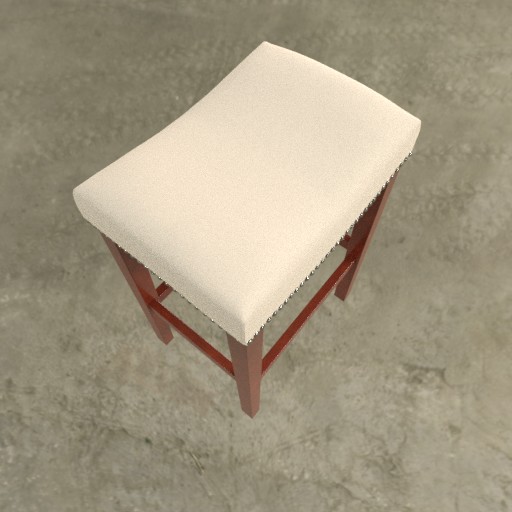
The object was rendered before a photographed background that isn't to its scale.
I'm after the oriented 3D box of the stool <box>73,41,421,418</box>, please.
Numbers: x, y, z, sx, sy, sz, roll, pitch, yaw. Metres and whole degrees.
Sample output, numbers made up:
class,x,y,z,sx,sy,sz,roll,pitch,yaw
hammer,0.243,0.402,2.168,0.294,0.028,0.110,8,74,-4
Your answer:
class,x,y,z,sx,sy,sz,roll,pitch,yaw
stool,0.000,0.000,1.036,0.372,0.742,0.504,35,66,18
